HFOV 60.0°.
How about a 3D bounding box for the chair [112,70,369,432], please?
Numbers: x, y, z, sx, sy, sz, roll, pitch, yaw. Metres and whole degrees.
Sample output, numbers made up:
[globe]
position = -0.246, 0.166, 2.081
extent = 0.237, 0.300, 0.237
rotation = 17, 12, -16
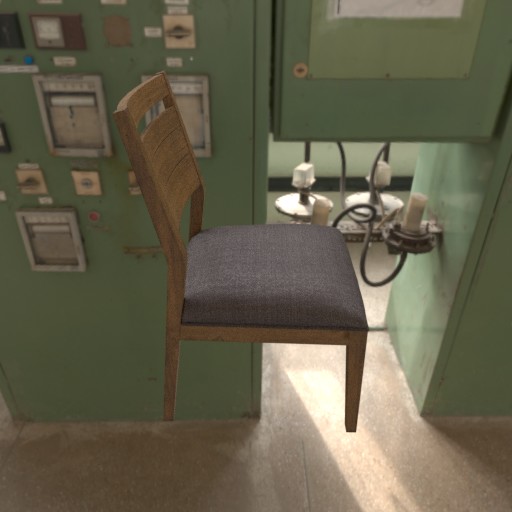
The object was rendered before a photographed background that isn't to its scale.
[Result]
[chair]
position = 0.000, 0.000, 1.292
extent = 0.610, 0.939, 0.501
rotation = 0, 32, 1
